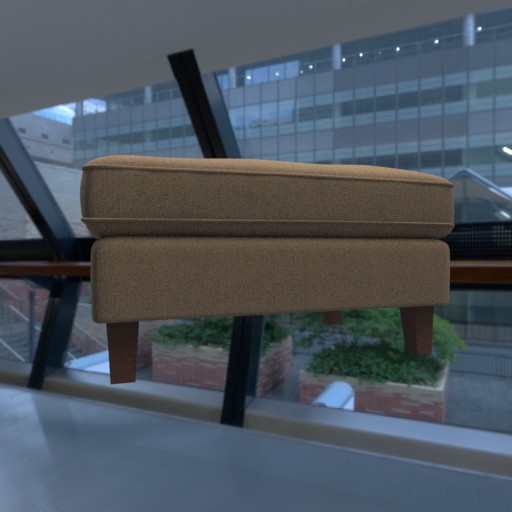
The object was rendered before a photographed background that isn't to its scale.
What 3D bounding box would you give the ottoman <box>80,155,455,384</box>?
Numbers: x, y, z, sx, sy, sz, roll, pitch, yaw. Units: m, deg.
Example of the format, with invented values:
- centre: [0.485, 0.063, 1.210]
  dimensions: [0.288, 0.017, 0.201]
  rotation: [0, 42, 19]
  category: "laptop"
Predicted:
- centre: [0.000, 0.000, 1.309]
  dimensions: [0.945, 0.521, 0.636]
  rotation: [0, 1, -19]
  category: "ottoman"
